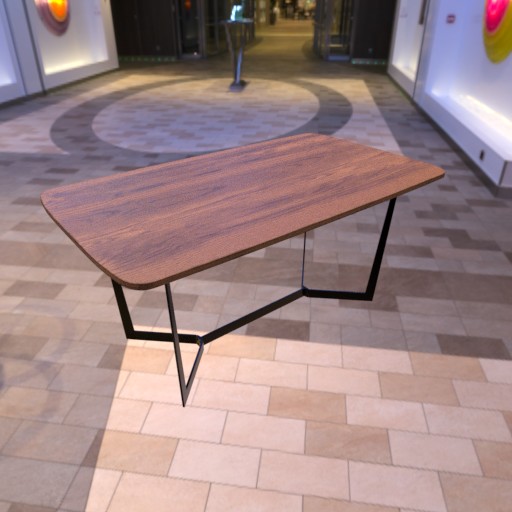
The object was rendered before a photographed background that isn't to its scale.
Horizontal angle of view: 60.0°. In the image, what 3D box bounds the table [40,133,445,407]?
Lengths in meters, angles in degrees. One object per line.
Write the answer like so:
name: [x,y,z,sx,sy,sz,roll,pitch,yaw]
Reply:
table: [0.000,0.000,2.147,1.643,0.765,0.949,-21,36,-33]
